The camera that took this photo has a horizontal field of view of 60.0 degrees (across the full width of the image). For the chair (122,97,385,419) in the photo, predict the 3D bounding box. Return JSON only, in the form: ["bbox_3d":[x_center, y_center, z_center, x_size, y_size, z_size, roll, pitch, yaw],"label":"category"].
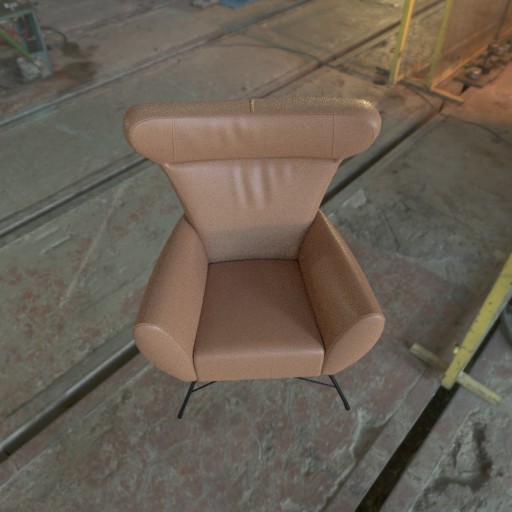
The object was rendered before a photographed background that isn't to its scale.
[{"bbox_3d":[0.000,0.000,1.835,0.980,1.050,0.900,-2,47,-2],"label":"chair"}]
